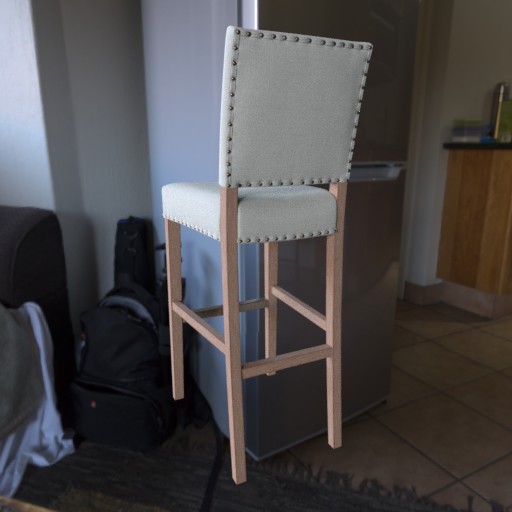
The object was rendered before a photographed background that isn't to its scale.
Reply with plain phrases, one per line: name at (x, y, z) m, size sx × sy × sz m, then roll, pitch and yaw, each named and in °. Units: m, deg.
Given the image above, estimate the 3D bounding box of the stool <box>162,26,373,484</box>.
stool at (0.000, 0.000, 1.350) m, size 0.428 × 1.143 × 0.546 m, roll -7°, pitch 16°, yaw -26°
